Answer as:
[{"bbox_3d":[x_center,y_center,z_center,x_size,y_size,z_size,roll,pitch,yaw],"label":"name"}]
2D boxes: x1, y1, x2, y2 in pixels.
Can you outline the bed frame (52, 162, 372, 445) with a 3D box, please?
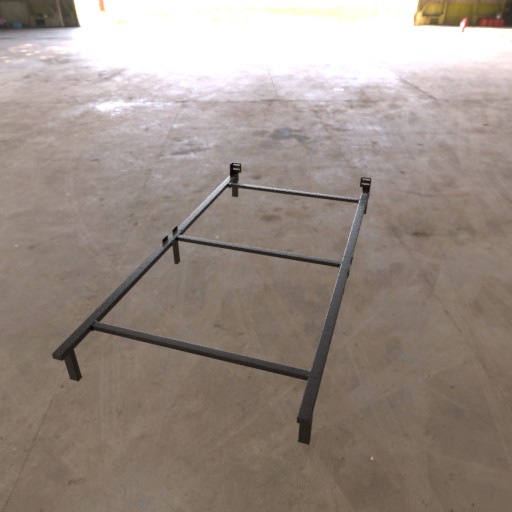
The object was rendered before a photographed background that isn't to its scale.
[{"bbox_3d":[0.000,0.000,2.282,0.968,0.248,1.897,10,33,15],"label":"bed frame"}]
